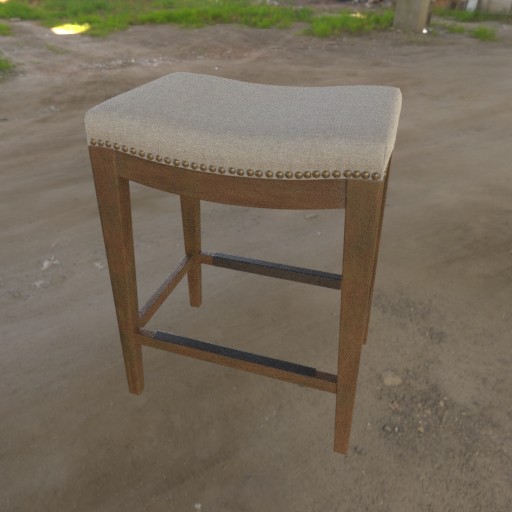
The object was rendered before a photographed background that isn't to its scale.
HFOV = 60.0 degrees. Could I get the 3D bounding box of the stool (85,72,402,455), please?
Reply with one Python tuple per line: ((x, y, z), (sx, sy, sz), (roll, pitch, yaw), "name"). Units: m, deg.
((0.000, 0.000, 0.934), (0.508, 0.660, 0.356), (10, 35, 15), "stool")
